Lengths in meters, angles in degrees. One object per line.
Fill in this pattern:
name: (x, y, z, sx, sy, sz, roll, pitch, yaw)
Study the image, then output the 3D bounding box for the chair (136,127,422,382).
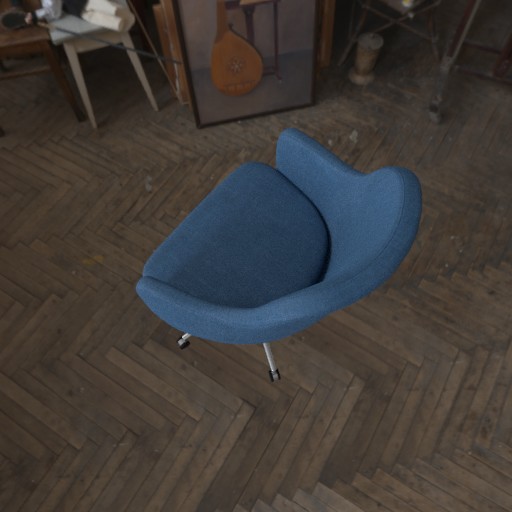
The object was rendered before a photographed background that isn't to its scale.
chair: (0.000, 0.000, 1.227, 0.655, 0.820, 0.599, 35, 69, 15)
